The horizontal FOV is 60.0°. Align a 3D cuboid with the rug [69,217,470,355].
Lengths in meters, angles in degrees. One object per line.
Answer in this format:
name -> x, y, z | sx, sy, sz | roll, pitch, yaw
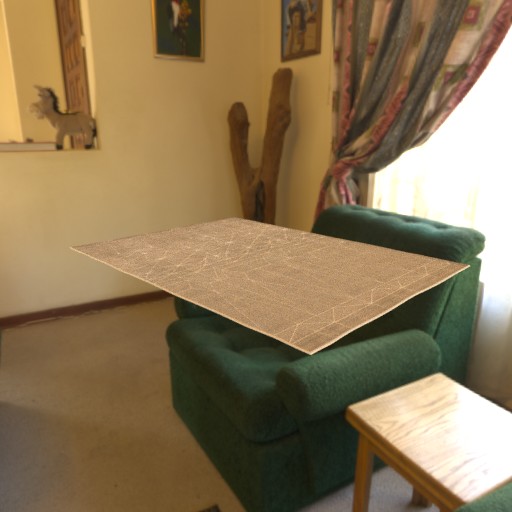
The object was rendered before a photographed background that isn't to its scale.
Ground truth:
rug -> 0.000, 0.000, 4.544 | 2.449, 0.019, 3.357 | -15, 22, -43
